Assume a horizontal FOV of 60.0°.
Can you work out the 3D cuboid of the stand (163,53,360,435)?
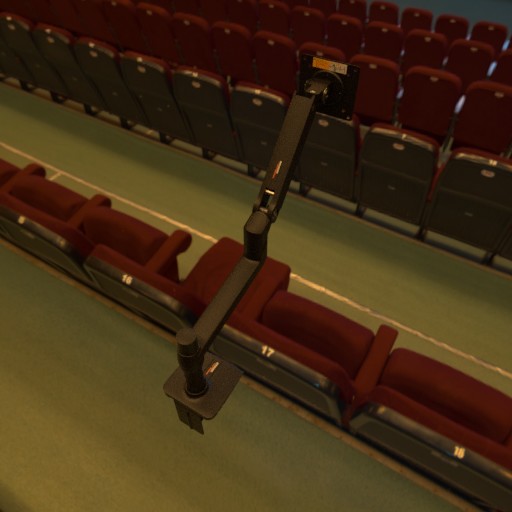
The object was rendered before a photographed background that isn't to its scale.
[{"bbox_3d":[0.000,0.000,1.075,0.152,0.713,0.650,24,51,21],"label":"stand"}]
